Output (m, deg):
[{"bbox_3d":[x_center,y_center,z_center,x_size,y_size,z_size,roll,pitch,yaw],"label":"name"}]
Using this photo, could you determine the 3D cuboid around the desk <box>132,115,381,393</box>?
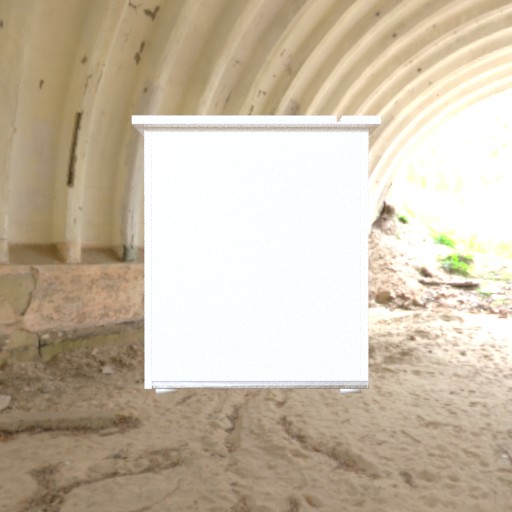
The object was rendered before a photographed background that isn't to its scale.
[{"bbox_3d":[0.000,0.000,1.980,0.670,0.760,1.580,0,0,0],"label":"desk"}]
